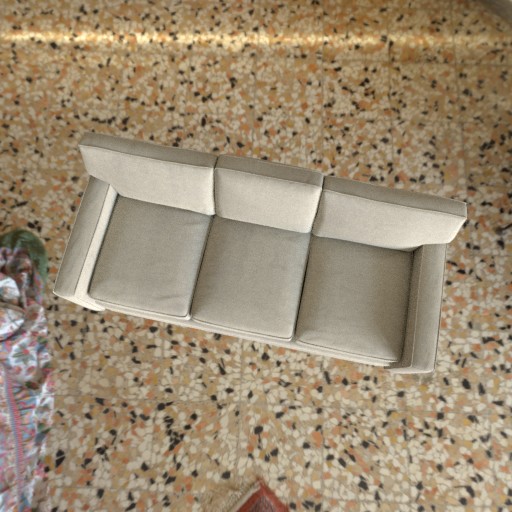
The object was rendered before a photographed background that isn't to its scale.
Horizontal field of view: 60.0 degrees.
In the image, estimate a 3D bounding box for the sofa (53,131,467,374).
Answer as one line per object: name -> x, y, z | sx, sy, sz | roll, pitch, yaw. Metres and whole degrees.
sofa -> 0.000, 0.000, 2.581 | 2.093, 0.862, 0.936 | 11, 75, 3
